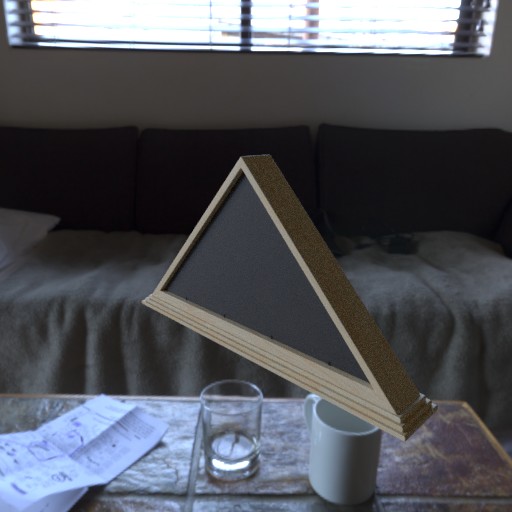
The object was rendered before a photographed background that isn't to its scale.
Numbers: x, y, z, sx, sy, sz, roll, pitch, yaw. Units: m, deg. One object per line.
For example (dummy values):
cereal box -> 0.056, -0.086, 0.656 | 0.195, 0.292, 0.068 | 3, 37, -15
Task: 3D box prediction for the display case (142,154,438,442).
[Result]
display case -> 0.000, 0.000, 0.768 | 0.095, 0.340, 0.640 | -16, 23, -42
